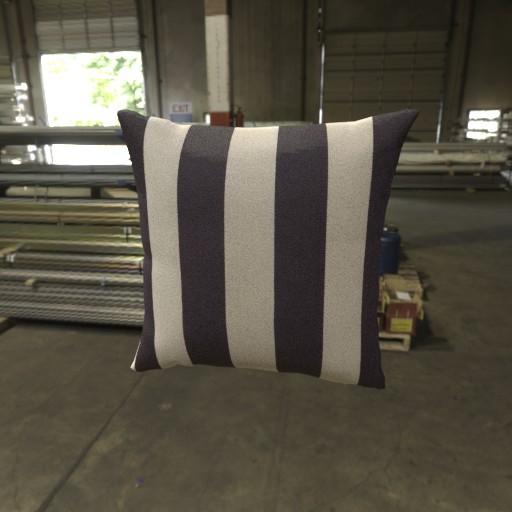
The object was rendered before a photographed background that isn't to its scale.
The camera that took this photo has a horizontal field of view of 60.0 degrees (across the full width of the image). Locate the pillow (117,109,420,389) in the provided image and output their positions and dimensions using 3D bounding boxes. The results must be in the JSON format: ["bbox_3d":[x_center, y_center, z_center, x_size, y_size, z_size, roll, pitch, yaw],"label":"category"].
[{"bbox_3d":[0.000,0.000,0.834,0.536,0.526,0.189,2,17,8],"label":"pillow"}]
